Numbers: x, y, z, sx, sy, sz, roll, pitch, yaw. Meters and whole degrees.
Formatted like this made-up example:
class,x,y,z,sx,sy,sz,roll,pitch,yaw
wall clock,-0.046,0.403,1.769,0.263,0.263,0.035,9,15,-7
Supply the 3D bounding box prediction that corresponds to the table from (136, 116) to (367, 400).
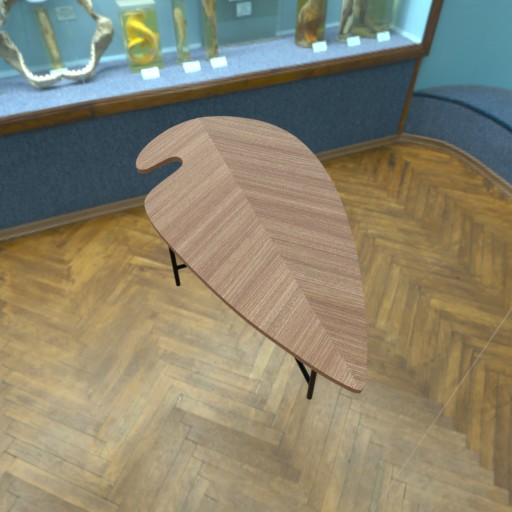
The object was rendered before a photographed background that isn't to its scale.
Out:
class,x,y,z,sx,sy,sz,roll,pitch,yaw
table,0.000,0.000,1.435,0.598,0.360,1.199,-16,48,-15
